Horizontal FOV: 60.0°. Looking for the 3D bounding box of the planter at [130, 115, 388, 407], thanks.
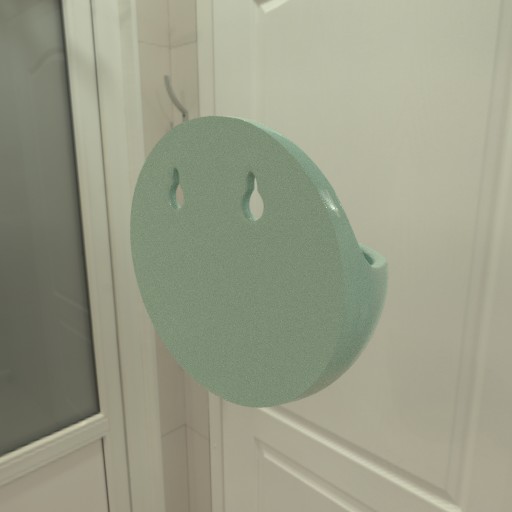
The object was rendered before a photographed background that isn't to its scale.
[{"bbox_3d":[0.000,0.000,0.276,0.189,0.164,0.073,13,19,43],"label":"planter"}]
